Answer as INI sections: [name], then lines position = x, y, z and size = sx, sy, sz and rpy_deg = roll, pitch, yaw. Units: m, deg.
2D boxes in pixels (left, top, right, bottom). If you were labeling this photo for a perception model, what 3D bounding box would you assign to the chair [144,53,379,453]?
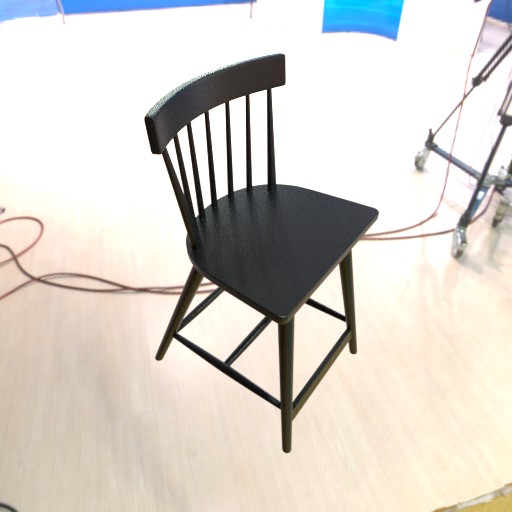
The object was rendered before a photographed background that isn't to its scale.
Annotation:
[chair]
position = 0.000, 0.000, 1.260
size = 0.572, 0.952, 0.483
rpy_deg = 26, 48, 26
